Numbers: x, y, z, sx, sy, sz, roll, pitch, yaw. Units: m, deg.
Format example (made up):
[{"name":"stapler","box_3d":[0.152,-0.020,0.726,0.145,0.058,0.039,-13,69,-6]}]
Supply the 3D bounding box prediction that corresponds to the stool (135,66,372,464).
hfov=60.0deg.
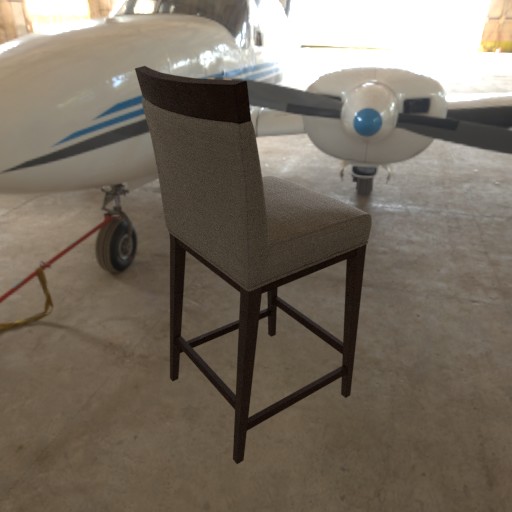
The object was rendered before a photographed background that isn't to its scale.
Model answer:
[{"name":"stool","box_3d":[0.000,0.000,1.427,0.531,1.117,0.511,-18,32,-31]}]
